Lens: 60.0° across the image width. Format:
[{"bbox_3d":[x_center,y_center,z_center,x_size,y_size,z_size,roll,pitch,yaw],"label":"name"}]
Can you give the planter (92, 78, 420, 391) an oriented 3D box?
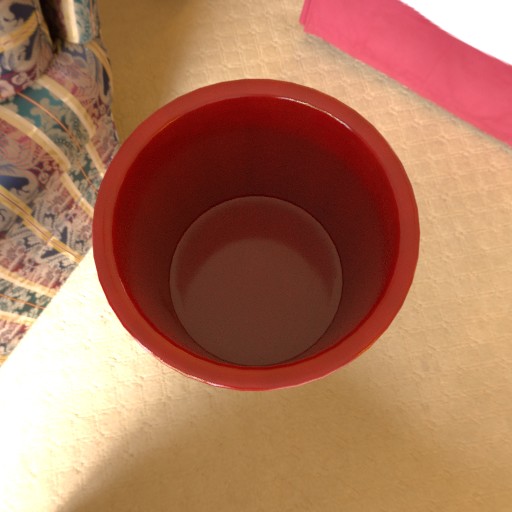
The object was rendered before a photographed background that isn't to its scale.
[{"bbox_3d":[0.000,0.000,0.404,0.230,0.202,0.230,0,75,0],"label":"planter"}]
